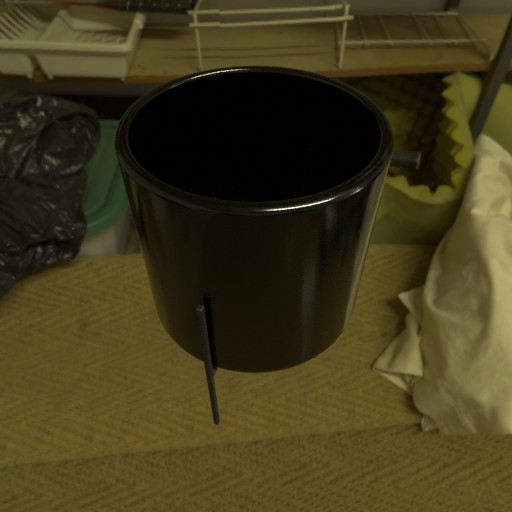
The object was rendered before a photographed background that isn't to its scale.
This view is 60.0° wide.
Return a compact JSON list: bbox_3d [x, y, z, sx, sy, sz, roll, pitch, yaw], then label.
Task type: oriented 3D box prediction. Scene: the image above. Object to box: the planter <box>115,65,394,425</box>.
[{"bbox_3d":[0.000,0.000,0.641,0.310,0.432,0.310,-17,49,-16],"label":"planter"}]
